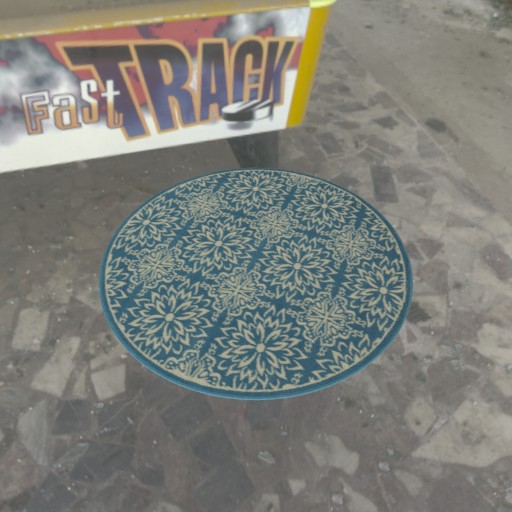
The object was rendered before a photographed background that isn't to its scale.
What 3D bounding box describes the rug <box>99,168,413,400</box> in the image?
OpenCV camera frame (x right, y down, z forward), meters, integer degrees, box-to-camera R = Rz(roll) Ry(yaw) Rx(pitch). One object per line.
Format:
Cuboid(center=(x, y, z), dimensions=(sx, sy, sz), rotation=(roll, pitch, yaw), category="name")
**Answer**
Cuboid(center=(0.000, 0.000, 2.314), dimensions=(1.593, 0.012, 1.593), rotation=(0, 46, 0), category="rug")
